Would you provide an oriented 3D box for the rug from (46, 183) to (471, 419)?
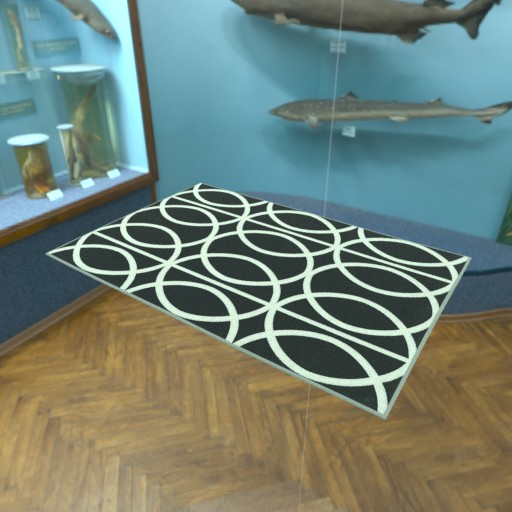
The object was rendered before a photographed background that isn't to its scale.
[{"bbox_3d":[0.000,0.000,2.847,2.290,0.014,1.526,19,36,29],"label":"rug"}]
